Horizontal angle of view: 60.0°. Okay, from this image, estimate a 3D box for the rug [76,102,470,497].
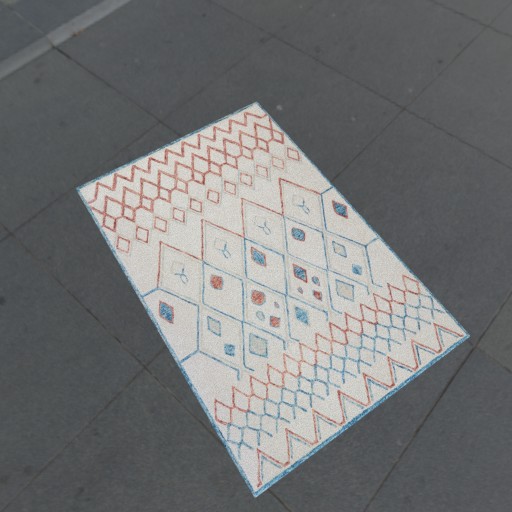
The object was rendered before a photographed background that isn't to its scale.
[{"bbox_3d":[0.000,0.000,2.292,1.219,0.016,1.829,-30,66,-15],"label":"rug"}]
